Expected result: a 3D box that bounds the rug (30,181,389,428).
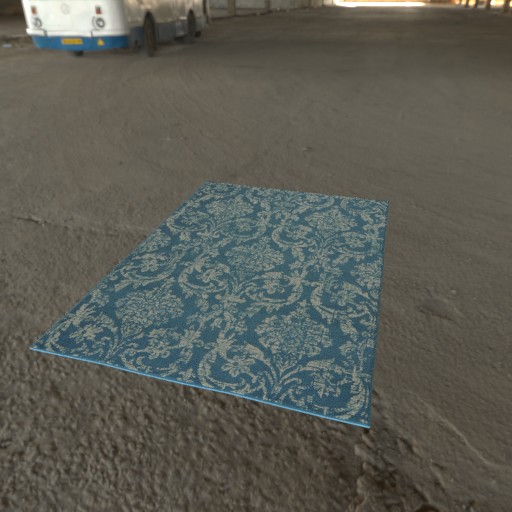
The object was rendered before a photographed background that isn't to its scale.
[{"bbox_3d":[0.000,0.000,2.783,1.554,0.012,2.205,9,32,14],"label":"rug"}]
